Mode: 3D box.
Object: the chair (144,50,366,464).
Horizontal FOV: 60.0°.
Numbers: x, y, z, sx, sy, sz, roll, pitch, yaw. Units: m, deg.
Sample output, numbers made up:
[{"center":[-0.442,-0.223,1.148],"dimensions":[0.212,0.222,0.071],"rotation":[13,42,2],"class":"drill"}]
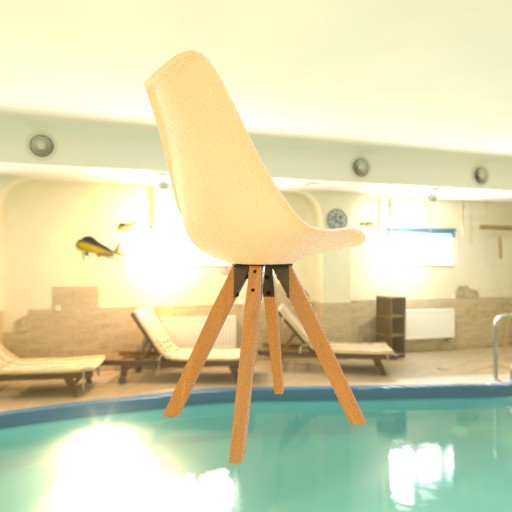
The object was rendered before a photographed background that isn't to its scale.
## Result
[{"center":[0.000,0.000,1.147],"dimensions":[0.550,0.849,0.485],"rotation":[1,-1,-35],"class":"chair"}]
